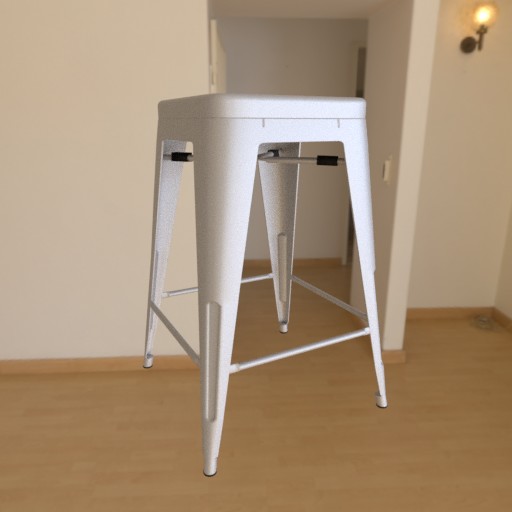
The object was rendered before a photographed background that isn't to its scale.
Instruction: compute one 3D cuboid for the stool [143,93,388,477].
[{"bbox_3d":[0.000,0.000,0.912,0.410,0.608,0.410,-9,19,-27],"label":"stool"}]
